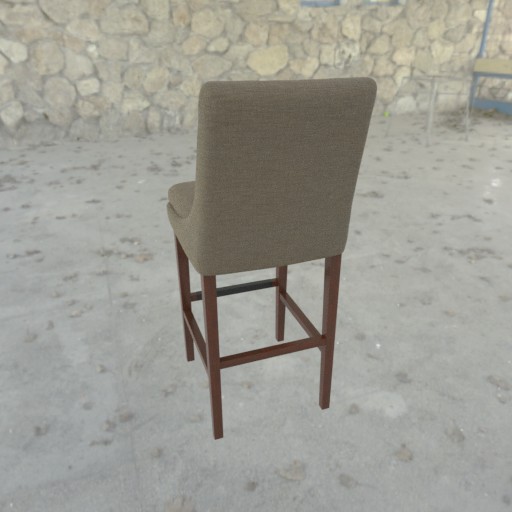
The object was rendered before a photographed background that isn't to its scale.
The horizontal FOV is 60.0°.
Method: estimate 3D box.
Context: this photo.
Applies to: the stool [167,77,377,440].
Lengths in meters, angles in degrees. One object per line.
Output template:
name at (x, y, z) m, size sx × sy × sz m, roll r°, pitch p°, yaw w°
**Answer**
stool at (0.000, 0.000, 1.408) m, size 0.470 × 1.078 × 0.577 m, roll -9°, pitch 27°, yaw -18°
